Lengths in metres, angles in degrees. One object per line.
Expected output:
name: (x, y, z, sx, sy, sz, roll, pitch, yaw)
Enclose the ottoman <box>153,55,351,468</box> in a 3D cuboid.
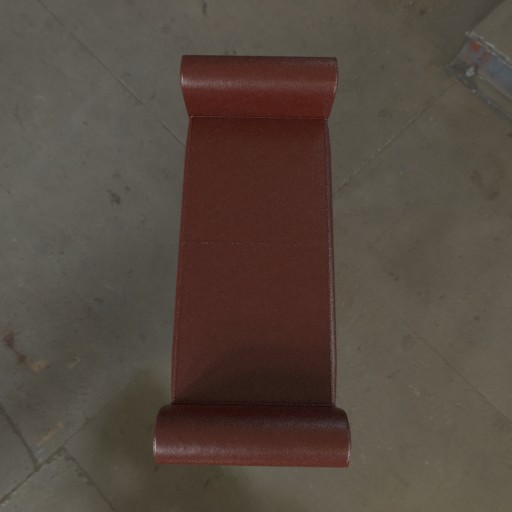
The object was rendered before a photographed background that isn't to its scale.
ottoman: (0.000, 0.000, 1.530, 0.521, 0.547, 1.256, 1, 75, 0)
